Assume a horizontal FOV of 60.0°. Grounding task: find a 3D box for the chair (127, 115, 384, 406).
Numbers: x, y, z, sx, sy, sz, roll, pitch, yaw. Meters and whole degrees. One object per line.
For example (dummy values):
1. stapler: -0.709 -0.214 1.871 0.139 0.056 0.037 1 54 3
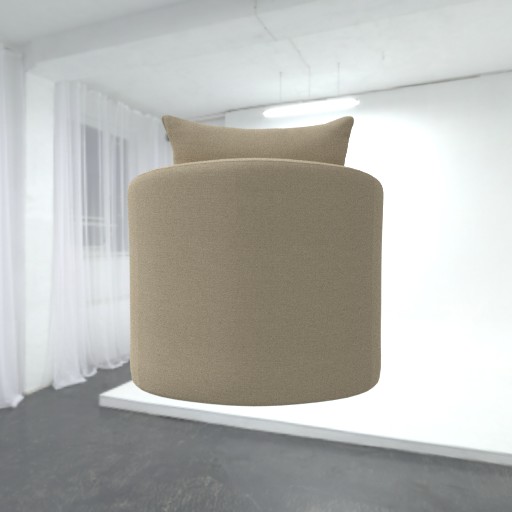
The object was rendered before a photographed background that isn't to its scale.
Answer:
1. chair: 0.000 0.000 1.592 0.845 0.848 0.910 0 0 1
